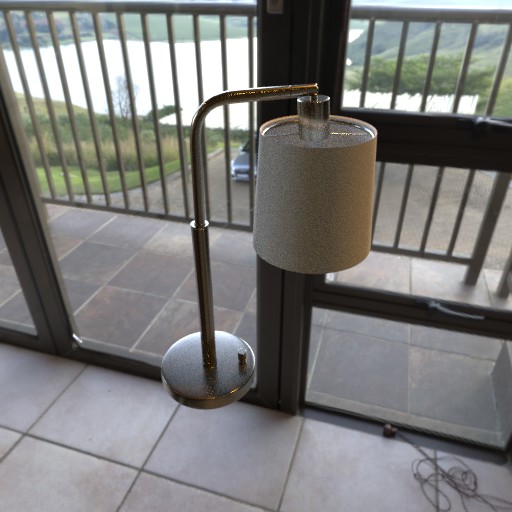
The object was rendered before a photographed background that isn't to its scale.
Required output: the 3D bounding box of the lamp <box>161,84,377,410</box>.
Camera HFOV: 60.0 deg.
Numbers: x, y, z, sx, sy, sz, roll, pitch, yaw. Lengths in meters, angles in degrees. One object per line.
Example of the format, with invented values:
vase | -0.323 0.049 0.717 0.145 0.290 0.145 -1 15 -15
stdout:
lamp | 0.000 0.000 0.664 0.333 0.489 0.171 -1 32 -1
